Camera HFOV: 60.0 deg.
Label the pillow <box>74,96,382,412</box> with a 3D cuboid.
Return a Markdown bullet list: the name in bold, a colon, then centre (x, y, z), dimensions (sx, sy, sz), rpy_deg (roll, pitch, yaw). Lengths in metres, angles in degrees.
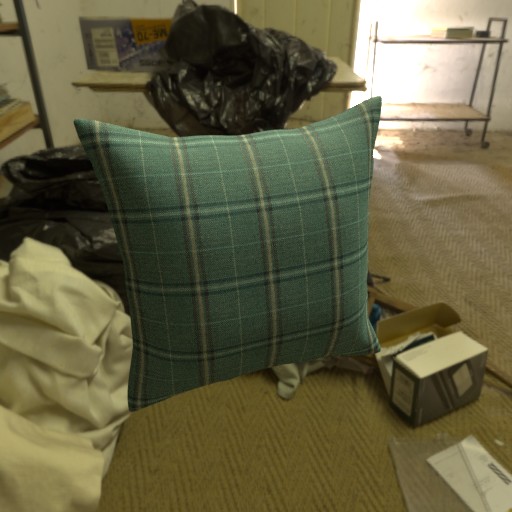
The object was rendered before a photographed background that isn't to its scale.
- **pillow**: centre (0.000, 0.000, 0.687), dimensions (0.453, 0.430, 0.200), rpy_deg (-10, 32, -16)
